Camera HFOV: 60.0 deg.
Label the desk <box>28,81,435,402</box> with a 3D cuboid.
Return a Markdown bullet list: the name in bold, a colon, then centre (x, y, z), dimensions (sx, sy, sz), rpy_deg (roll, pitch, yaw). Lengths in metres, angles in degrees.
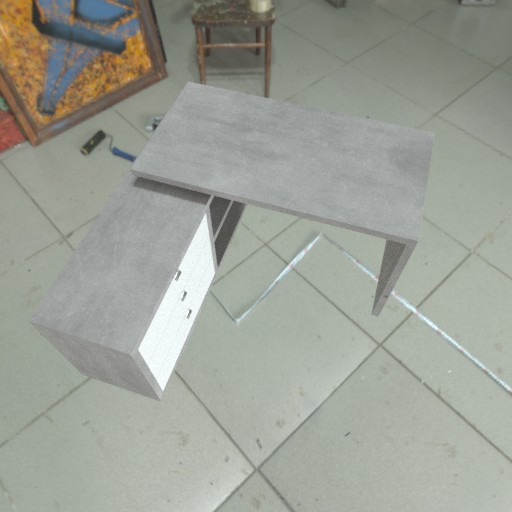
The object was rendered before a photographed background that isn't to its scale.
- **desk**: centre (0.000, 0.000, 2.260), dimensions (1.400, 0.740, 1.500), rpy_deg (15, 58, 10)
